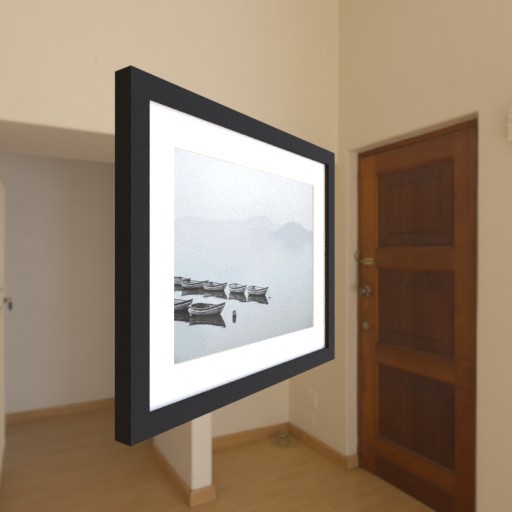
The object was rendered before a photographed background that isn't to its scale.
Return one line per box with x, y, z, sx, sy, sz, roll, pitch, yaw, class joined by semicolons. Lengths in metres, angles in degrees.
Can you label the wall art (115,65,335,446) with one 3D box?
0.000;0.000;0.762;0.030;0.454;0.554;0;0;36;wall art
